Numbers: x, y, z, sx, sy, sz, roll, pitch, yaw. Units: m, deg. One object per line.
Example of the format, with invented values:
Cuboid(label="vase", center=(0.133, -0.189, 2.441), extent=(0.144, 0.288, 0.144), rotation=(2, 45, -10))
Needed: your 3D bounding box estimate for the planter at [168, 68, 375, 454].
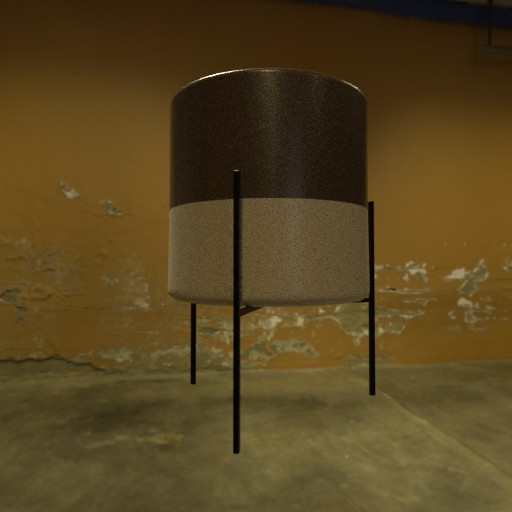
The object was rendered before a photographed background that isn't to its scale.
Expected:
Cuboid(label="planter", center=(0.000, 0.000, 0.531), extent=(0.260, 0.353, 0.250), rotation=(-1, -2, 36))
